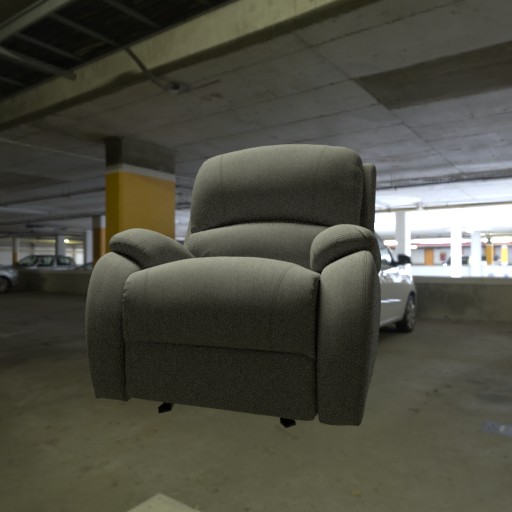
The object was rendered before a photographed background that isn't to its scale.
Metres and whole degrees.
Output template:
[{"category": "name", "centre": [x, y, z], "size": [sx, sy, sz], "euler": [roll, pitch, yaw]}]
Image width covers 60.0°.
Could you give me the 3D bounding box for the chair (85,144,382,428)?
[{"category": "chair", "centre": [0.000, 0.000, 1.710], "size": [0.930, 1.011, 0.899], "euler": [0, -1, 17]}]
